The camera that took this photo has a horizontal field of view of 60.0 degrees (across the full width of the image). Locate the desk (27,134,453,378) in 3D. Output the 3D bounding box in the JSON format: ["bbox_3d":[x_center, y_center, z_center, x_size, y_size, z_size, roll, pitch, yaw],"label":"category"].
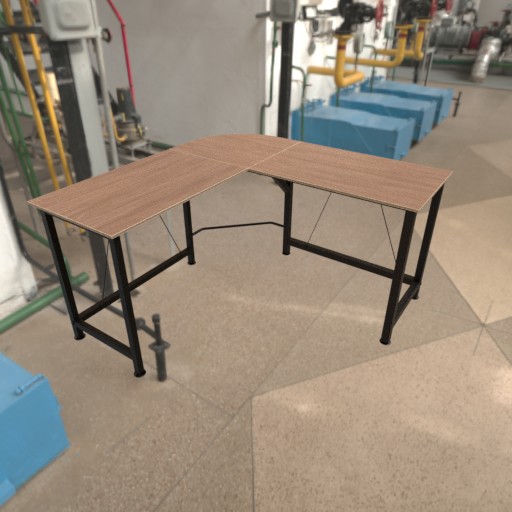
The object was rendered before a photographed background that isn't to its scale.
[{"bbox_3d":[0.000,0.000,2.234,1.400,0.762,1.400,20,37,29],"label":"desk"}]
